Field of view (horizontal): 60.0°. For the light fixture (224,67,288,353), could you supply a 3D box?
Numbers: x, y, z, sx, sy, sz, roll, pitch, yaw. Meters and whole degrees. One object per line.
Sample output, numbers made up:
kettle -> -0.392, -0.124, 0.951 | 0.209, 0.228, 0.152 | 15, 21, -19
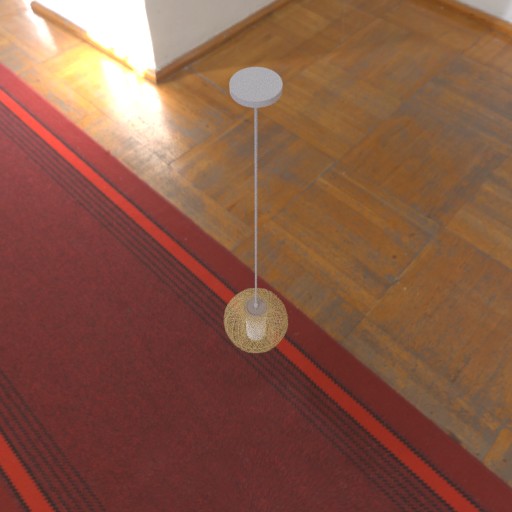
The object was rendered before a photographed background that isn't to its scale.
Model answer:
light fixture -> 0.000, 0.000, 2.151 | 0.406, 1.955, 0.407 | -1, 58, -1
